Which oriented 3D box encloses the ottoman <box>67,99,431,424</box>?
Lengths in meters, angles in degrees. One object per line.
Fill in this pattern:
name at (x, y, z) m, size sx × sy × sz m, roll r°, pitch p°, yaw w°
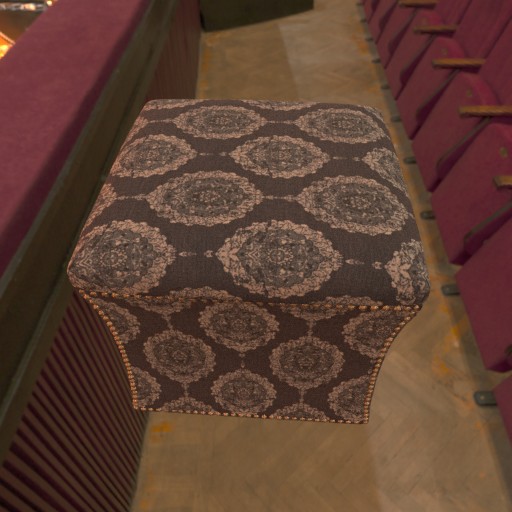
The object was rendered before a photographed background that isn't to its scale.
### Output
ottoman at (0.000, 0.000, 0.889) m, size 0.507 × 0.475 × 0.497 m, roll 3°, pitch 46°, yaw 3°
